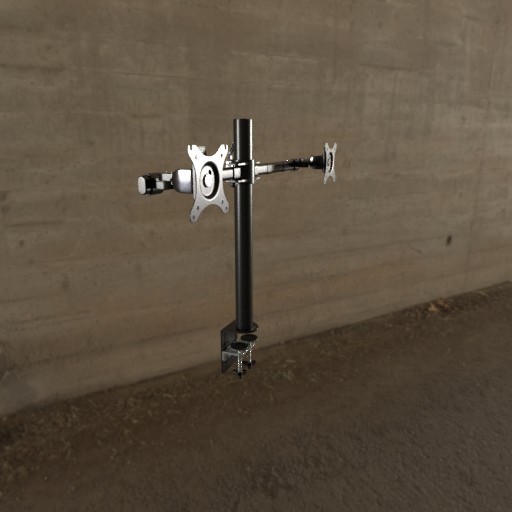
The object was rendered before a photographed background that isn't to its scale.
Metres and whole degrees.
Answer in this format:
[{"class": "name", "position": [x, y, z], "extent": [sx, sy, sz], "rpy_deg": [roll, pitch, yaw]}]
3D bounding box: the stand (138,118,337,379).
[{"class": "stand", "position": [0.000, 0.000, 1.018], "extent": [0.150, 0.603, 0.743], "rpy_deg": [7, 16, 25]}]
